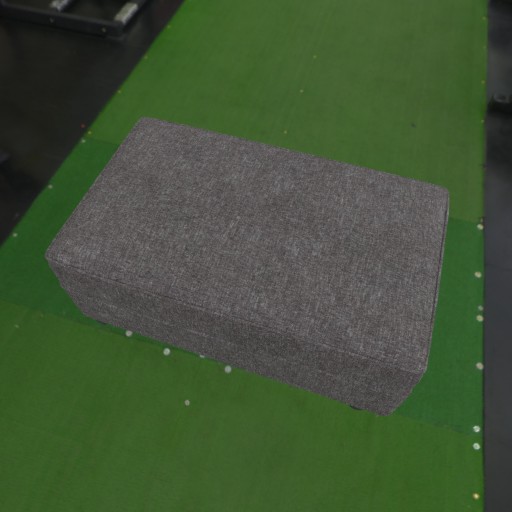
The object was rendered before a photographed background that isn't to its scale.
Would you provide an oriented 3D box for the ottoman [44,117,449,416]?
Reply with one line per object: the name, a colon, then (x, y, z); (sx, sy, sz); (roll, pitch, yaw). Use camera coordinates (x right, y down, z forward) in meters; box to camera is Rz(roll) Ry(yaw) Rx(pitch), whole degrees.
ottoman: (0.000, 0.000, 1.583); (1.184, 0.487, 0.717); (16, 59, 10)
